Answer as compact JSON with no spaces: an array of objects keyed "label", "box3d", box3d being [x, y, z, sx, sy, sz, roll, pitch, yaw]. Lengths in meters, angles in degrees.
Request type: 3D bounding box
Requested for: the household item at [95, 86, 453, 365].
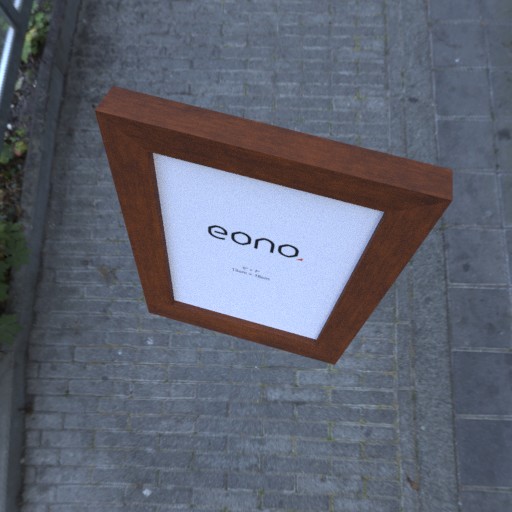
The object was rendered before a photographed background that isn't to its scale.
[{"label":"household item","box3d":[0.000,0.000,0.285,0.160,0.204,0.096,15,76,4]}]
